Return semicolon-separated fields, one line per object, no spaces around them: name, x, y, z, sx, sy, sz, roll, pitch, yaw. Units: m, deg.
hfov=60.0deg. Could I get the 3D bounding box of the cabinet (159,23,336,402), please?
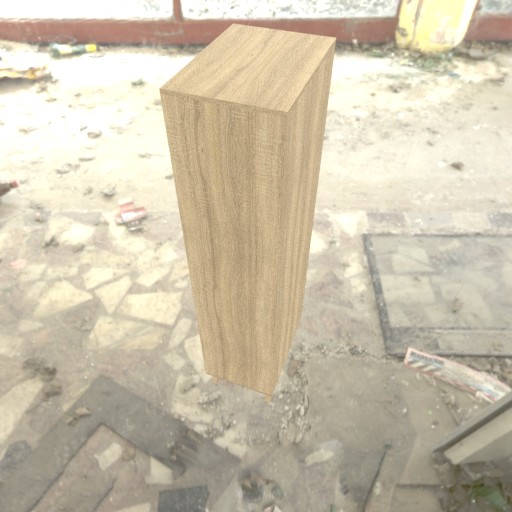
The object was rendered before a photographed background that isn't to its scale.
cabinet;0.000;0.000;2.119;0.400;1.850;0.570;15;48;14
